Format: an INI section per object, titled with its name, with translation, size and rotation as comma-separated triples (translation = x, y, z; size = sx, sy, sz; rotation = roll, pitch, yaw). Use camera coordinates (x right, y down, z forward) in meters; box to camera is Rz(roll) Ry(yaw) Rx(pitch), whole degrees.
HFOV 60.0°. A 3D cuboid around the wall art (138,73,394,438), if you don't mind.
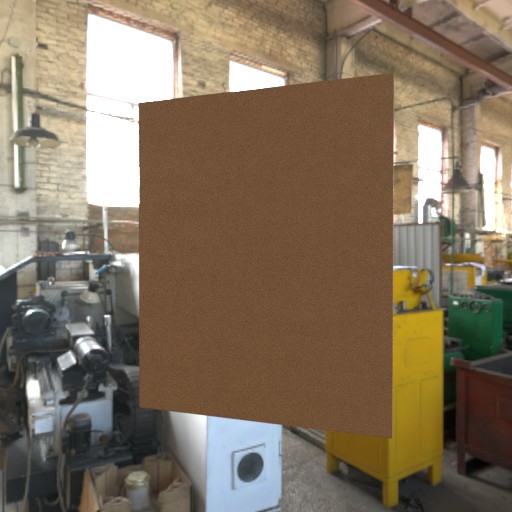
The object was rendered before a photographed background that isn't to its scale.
[wall art]
translation = 0.000, 0.000, 1.349
size = 0.798, 1.002, 0.030
rotation = 0, 1, 18
